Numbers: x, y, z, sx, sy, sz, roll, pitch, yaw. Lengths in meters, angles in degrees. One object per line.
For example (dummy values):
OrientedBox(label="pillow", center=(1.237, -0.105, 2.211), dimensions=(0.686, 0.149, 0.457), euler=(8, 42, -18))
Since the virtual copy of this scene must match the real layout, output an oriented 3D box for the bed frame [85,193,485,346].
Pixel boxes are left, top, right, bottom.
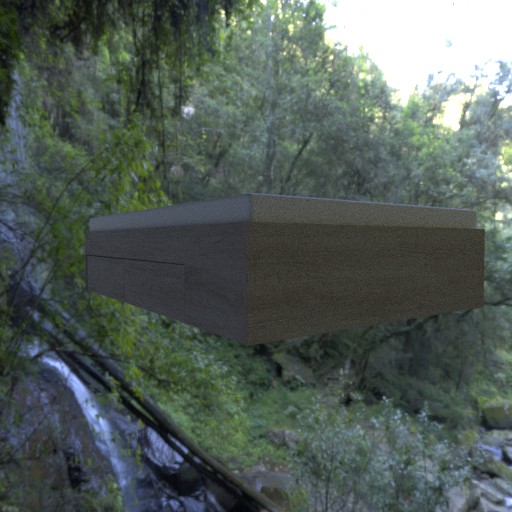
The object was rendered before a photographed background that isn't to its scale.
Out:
OrientedBox(label="bed frame", center=(0.000, 0.000, 2.611), dimensions=(1.448, 0.490, 1.944), euler=(-1, 2, -35))
